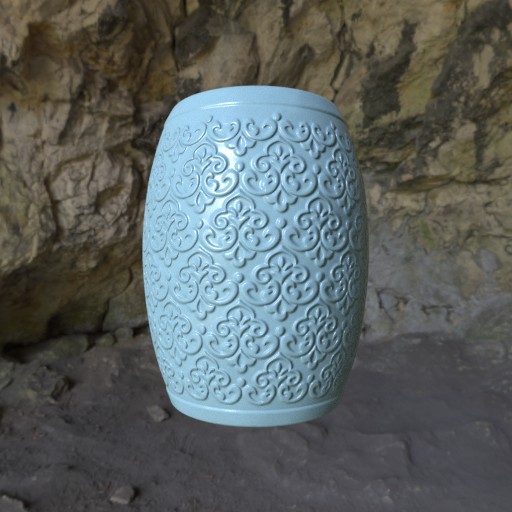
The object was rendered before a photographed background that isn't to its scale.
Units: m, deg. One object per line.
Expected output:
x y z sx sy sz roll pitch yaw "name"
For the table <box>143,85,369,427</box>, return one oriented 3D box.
0.000 0.000 0.624 0.309 0.397 0.309 0 0 0 "table"
